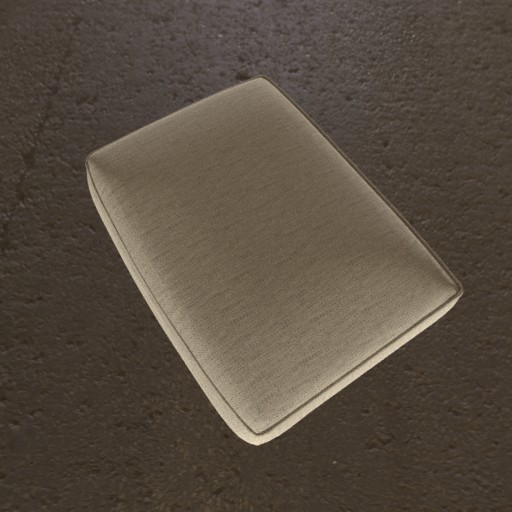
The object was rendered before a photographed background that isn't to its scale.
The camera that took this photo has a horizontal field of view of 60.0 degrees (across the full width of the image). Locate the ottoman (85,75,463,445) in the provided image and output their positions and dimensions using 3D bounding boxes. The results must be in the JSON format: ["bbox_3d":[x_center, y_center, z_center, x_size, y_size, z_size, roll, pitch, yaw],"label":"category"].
[{"bbox_3d":[0.000,0.000,1.167,0.594,0.465,0.794,-31,68,-14],"label":"ottoman"}]
